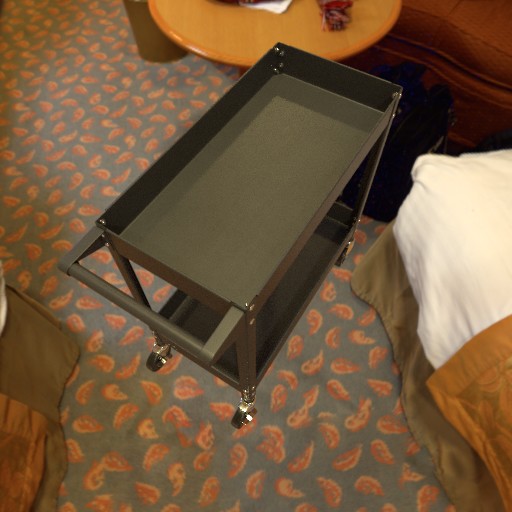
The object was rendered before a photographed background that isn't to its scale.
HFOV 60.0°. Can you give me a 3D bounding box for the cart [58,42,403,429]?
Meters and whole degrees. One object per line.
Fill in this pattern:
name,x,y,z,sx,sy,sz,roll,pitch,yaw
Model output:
cart,0.000,0.000,1.199,0.366,0.719,0.779,28,62,16
